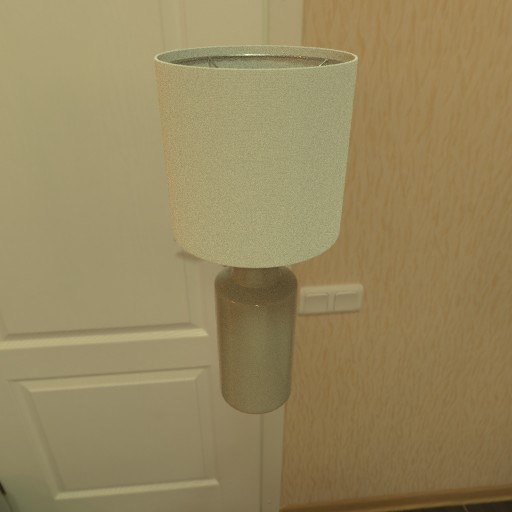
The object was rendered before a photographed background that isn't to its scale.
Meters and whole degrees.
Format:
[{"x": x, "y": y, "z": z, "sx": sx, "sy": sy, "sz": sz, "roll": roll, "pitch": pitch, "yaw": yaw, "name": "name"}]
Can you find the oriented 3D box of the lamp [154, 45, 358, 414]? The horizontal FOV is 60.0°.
[{"x": 0.000, "y": 0.000, "z": 0.593, "sx": 0.212, "sy": 0.493, "sz": 0.212, "roll": -19, "pitch": 36, "yaw": -29, "name": "lamp"}]
